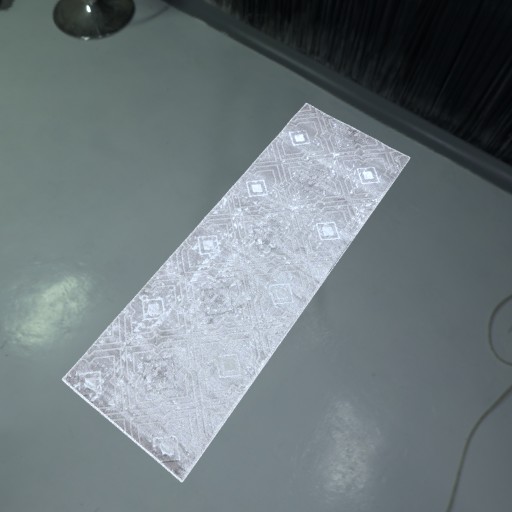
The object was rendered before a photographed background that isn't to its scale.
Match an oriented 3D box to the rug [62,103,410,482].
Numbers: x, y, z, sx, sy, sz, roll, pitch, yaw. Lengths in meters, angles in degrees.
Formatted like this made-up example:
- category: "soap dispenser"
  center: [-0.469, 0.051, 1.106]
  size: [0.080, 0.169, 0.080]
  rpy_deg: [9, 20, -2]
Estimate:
- category: "rug"
  center: [0.000, 0.000, 2.655]
  size: [0.832, 0.035, 2.381]
  rpy_deg: [33, 69, 14]
